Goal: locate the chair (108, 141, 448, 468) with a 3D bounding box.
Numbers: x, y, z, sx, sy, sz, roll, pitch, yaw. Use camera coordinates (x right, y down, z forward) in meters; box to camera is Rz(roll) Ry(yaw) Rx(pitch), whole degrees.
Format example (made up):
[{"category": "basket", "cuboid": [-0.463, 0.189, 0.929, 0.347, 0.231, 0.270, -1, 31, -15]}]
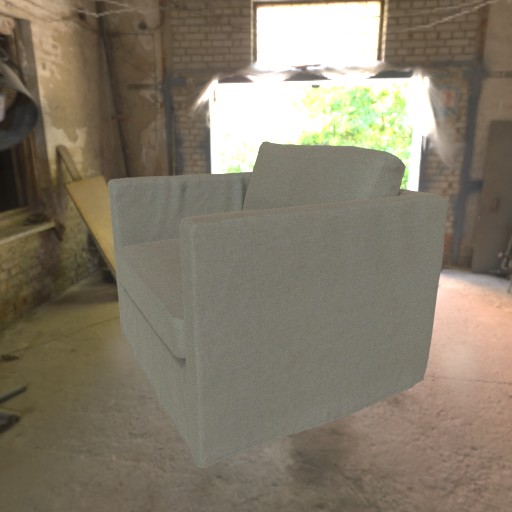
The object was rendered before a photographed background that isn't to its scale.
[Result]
[{"category": "chair", "cuboid": [0.000, 0.000, 1.771, 0.949, 0.863, 1.057, -9, 19, -27]}]
